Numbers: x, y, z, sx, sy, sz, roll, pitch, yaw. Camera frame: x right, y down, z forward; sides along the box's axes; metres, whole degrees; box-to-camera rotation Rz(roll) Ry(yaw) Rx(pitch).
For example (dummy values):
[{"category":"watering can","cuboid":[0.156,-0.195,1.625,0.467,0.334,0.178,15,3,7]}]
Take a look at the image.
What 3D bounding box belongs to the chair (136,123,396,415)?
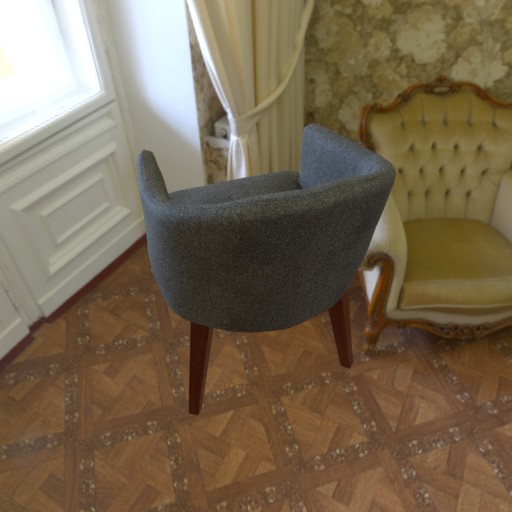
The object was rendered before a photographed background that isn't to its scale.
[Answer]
[{"category":"chair","cuboid":[0.000,0.000,1.270,0.583,0.811,0.655,-12,44,-13]}]
